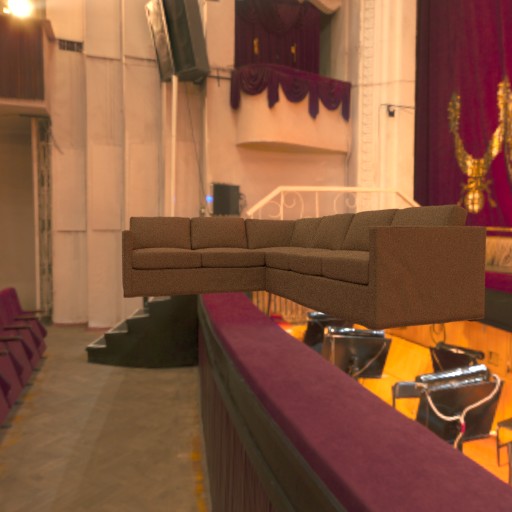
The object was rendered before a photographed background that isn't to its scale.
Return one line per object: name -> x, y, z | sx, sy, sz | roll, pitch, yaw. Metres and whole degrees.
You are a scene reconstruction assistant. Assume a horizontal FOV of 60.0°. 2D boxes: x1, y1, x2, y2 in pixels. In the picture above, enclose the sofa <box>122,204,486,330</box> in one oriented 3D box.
sofa -> 0.000, 0.000, 4.282 | 2.432, 0.871, 3.182 | -1, 2, -18
